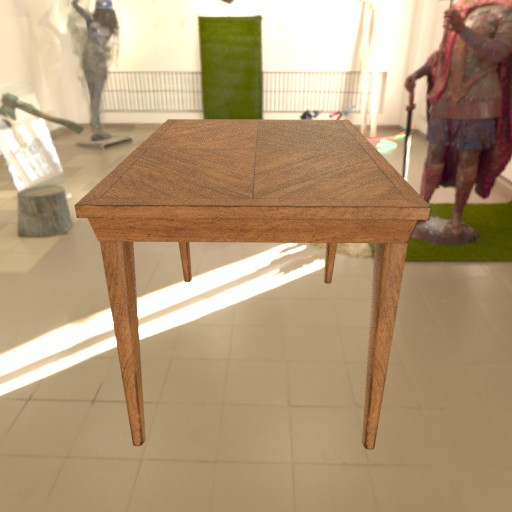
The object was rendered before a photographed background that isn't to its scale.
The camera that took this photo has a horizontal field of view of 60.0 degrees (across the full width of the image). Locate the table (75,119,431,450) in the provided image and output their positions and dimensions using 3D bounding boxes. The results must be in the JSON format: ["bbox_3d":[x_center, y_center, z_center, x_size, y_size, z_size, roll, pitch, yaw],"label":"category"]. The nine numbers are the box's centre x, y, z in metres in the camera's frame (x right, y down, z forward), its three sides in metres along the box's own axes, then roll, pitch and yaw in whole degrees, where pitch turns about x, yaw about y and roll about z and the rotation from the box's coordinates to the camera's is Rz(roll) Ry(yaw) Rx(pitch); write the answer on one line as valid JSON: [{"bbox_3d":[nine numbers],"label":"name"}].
[{"bbox_3d":[0.000,0.000,1.569,0.757,0.760,1.027,0,27,1],"label":"table"}]
